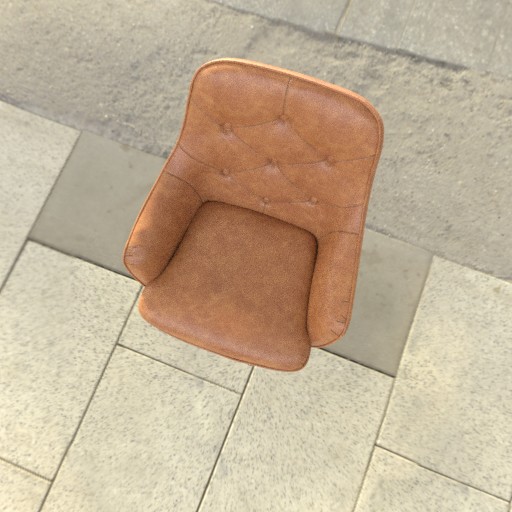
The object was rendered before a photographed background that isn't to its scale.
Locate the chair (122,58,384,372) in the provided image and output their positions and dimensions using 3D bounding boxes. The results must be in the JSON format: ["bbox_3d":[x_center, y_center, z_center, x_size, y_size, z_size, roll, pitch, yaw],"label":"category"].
[{"bbox_3d":[0.000,0.000,1.291,0.628,0.909,0.615,19,78,4],"label":"chair"}]
